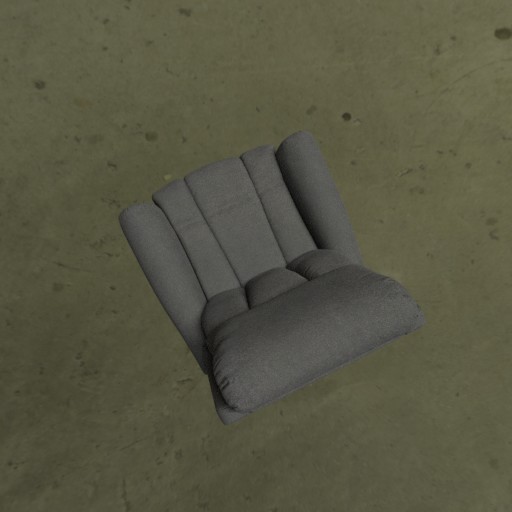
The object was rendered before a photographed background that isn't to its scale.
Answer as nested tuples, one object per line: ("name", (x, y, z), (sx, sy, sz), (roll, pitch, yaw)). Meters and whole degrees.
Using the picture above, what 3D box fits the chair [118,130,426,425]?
("chair", (0.000, 0.000, 1.754), (0.871, 1.031, 0.979), (-25, 78, -6))
